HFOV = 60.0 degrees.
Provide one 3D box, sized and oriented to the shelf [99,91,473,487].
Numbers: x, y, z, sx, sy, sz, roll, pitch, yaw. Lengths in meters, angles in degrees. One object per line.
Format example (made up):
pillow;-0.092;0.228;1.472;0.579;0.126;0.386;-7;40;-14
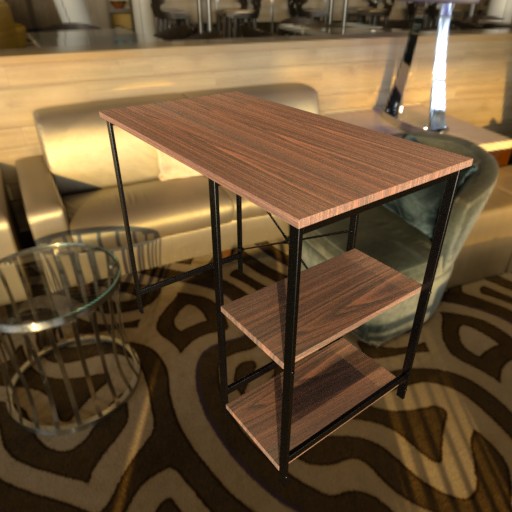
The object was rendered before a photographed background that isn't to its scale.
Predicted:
shelf;0.000;0.000;1.331;0.498;0.750;0.902;-21;37;-31
